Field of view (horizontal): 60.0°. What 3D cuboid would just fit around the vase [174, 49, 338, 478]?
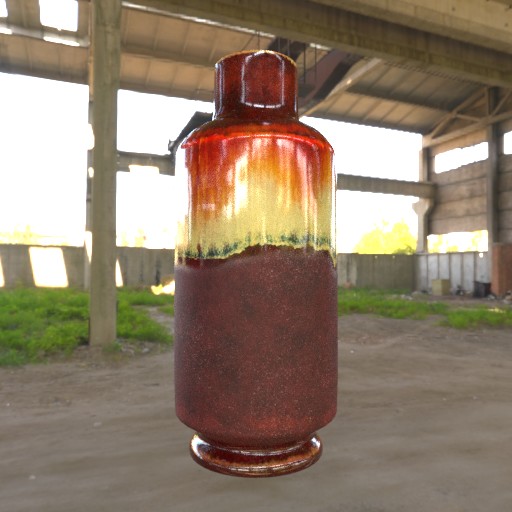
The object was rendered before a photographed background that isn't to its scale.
[{"bbox_3d":[0.000,0.000,0.306,0.111,0.261,0.111,0,-2,0],"label":"vase"}]
